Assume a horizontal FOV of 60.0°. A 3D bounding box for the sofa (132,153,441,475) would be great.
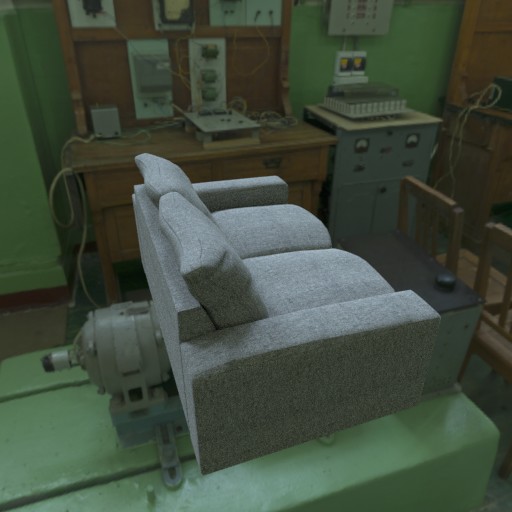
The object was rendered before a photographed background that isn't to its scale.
[{"bbox_3d":[0.000,0.000,2.400,1.094,0.877,1.758,-10,32,-17],"label":"sofa"}]
